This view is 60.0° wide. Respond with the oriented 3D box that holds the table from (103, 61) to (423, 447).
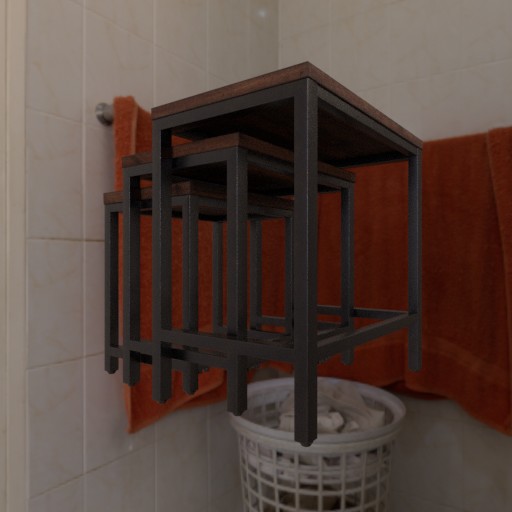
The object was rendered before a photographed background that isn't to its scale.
[{"bbox_3d":[0.000,0.000,1.139,0.660,0.616,0.608,0,0,37],"label":"table"}]
